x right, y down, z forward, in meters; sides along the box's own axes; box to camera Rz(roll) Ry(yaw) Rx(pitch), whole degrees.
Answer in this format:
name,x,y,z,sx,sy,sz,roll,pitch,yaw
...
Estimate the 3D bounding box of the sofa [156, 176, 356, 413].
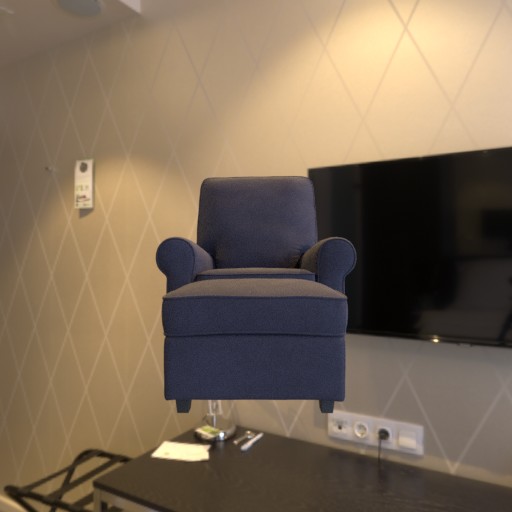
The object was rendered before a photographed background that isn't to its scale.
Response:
name,x,y,z,sx,sy,sz,roll,pitch,yaw
sofa,0.000,0.000,2.022,0.880,0.959,1.478,0,-1,0
